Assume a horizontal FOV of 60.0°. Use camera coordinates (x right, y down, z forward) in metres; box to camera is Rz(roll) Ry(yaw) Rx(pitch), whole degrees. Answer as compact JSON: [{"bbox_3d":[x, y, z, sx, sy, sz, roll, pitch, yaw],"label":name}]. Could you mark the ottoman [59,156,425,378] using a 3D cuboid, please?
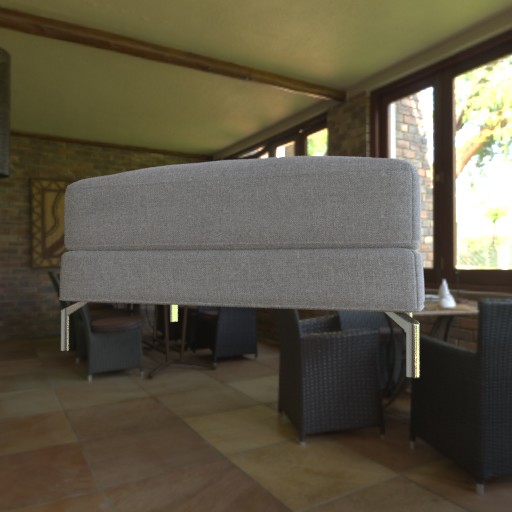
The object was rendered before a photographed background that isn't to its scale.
[{"bbox_3d":[0.000,0.000,1.201,0.838,0.457,0.584,0,-1,18],"label":"ottoman"}]
